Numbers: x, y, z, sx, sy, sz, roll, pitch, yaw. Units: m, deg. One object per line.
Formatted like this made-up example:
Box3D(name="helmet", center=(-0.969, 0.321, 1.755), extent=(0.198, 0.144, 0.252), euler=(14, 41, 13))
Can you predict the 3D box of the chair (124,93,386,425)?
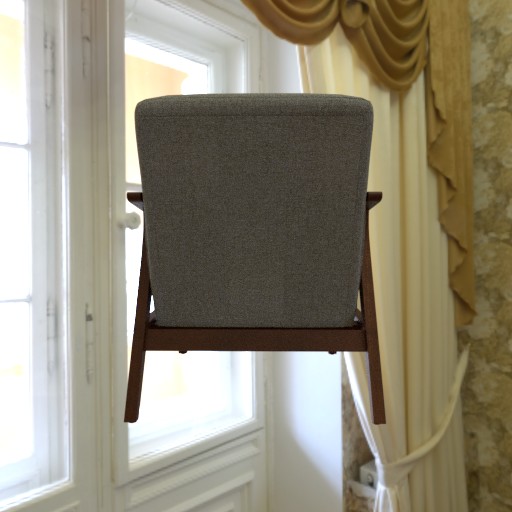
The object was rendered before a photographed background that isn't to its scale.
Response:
Box3D(name="chair", center=(0.000, 0.000, 1.488), extent=(0.704, 0.847, 0.858), euler=(0, 1, 1))
